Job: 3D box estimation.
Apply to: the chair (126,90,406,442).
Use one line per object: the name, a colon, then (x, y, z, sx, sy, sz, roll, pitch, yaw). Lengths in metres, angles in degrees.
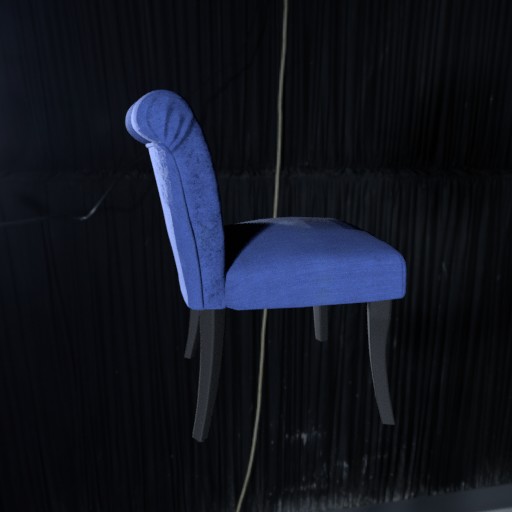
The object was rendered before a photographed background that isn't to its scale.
chair: (0.000, 0.000, 1.161, 0.606, 0.753, 0.585, -3, 14, -11)
